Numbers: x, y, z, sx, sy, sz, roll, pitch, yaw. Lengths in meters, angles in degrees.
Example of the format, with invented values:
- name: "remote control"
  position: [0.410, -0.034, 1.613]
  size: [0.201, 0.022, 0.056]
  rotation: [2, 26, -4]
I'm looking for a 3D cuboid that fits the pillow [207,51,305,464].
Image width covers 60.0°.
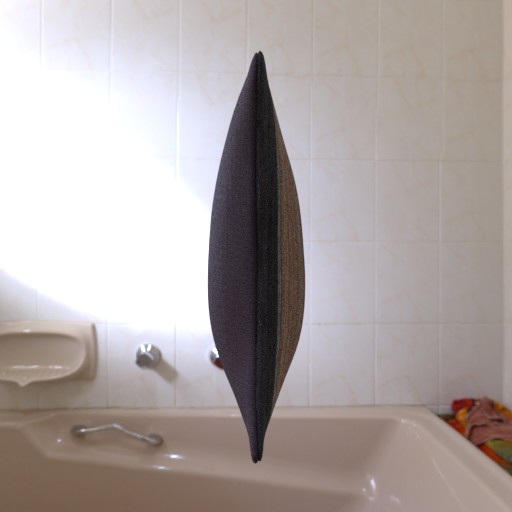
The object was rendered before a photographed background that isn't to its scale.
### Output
- name: "pillow"
  position: [0.000, 0.000, 0.656]
  size: [0.136, 0.419, 0.437]
  rotation: [0, 0, -1]
